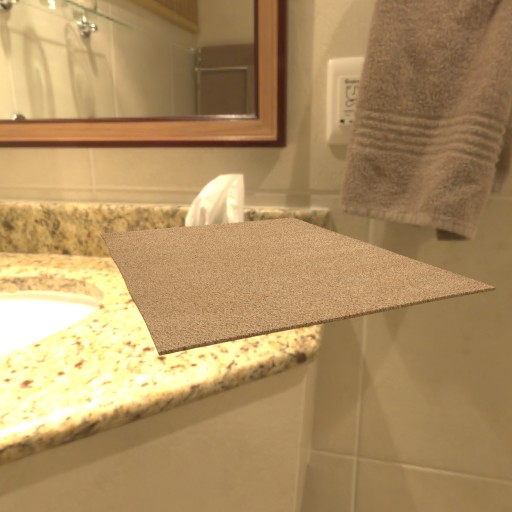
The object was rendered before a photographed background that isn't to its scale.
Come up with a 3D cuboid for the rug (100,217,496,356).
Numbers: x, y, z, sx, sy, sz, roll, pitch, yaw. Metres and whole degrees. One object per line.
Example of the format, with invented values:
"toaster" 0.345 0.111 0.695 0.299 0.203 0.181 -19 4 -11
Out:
"rug" 0.000 0.000 4.007 2.400 0.026 3.000 -7 17 -23
